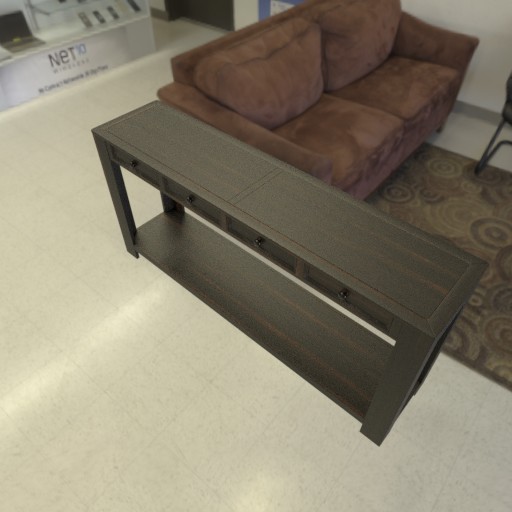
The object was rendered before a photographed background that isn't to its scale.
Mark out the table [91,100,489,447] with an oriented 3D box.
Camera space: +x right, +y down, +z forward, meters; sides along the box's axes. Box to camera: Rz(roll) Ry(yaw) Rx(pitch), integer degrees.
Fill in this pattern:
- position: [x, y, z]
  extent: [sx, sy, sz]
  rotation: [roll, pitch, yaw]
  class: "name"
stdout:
- position: [0.000, 0.000, 1.942]
  extent: [1.631, 0.762, 0.384]
  rotation: [33, 54, 28]
  class: "table"
